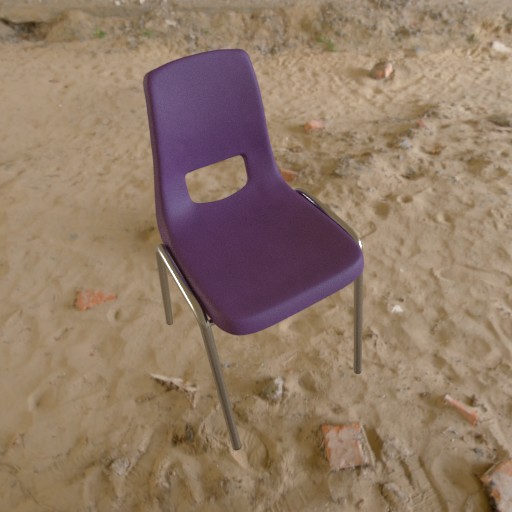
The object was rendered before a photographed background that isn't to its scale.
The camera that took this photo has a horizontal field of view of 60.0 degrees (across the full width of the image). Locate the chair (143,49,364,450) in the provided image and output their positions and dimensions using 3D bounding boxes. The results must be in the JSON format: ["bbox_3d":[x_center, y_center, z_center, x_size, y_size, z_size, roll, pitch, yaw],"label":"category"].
[{"bbox_3d":[0.000,0.000,0.946,0.381,0.704,0.432,-24,51,-21],"label":"chair"}]
